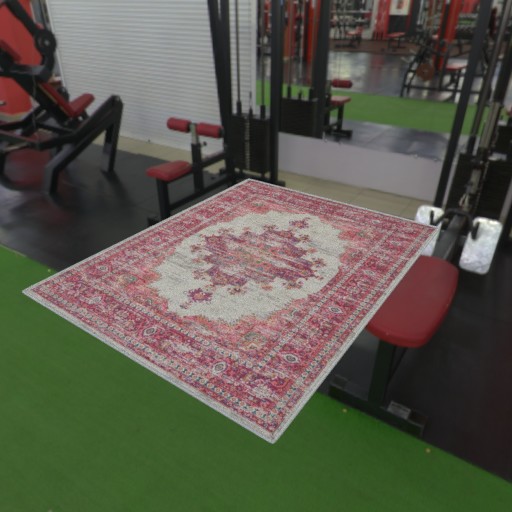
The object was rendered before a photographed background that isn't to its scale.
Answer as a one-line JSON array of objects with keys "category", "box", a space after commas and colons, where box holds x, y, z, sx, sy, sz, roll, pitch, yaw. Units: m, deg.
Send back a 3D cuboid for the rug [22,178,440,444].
[{"category": "rug", "box": [0.000, 0.000, 4.072, 2.447, 0.017, 3.123, 20, 36, 30]}]
